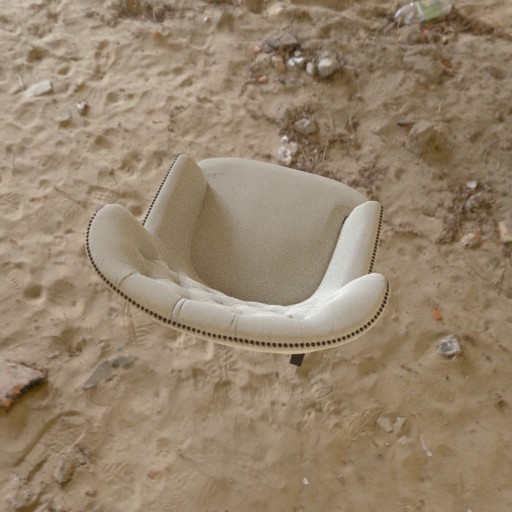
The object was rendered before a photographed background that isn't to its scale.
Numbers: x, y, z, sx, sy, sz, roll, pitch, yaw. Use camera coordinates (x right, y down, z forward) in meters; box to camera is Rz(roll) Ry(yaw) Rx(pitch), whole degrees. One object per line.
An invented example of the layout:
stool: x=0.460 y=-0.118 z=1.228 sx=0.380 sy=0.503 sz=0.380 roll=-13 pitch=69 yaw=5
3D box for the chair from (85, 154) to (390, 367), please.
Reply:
chair: x=0.000 y=0.000 z=1.627 sx=0.848 sy=0.868 sz=0.906 roll=15 pitch=63 yaw=8
